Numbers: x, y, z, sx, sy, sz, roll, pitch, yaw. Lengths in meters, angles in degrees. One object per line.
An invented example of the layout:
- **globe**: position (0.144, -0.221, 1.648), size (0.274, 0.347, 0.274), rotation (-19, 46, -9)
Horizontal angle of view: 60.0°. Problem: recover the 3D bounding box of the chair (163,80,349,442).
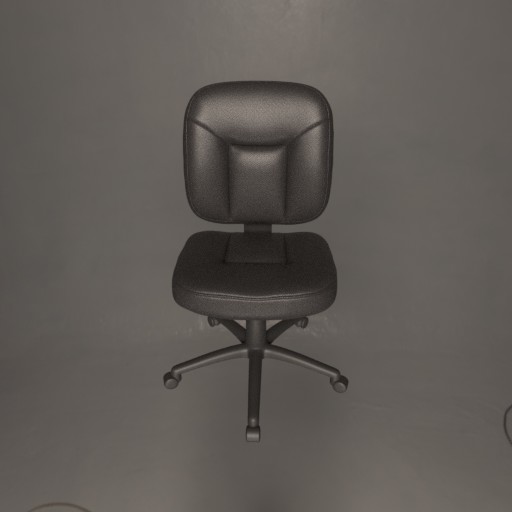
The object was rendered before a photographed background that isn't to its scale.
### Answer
- **chair**: position (0.000, 0.000, 1.391), size (0.647, 0.959, 0.646), rotation (1, 29, 1)
